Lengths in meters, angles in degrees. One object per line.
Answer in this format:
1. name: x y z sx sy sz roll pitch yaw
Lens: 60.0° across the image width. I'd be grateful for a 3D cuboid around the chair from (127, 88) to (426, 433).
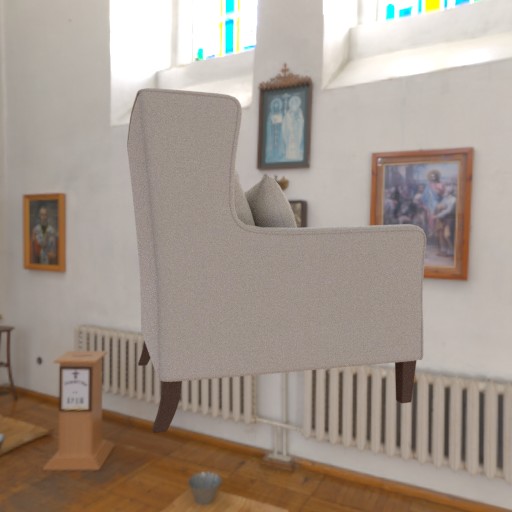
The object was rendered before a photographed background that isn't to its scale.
1. chair: 0.000 0.000 1.881 1.040 1.056 0.982 0 0 -18
